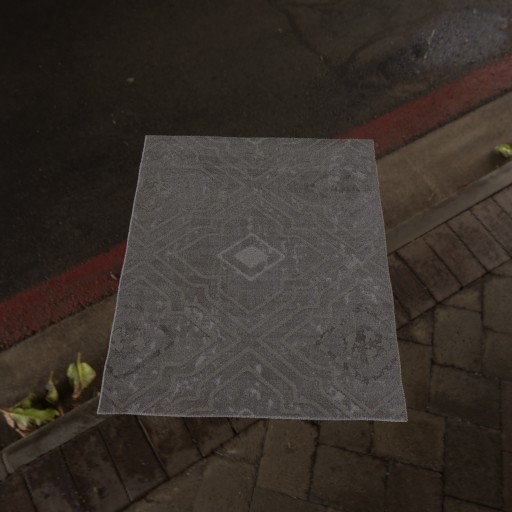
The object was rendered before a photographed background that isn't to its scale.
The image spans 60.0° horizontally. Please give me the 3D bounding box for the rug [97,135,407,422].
[{"bbox_3d":[0.000,0.000,0.922,0.548,0.006,0.639,1,63,1],"label":"rug"}]
